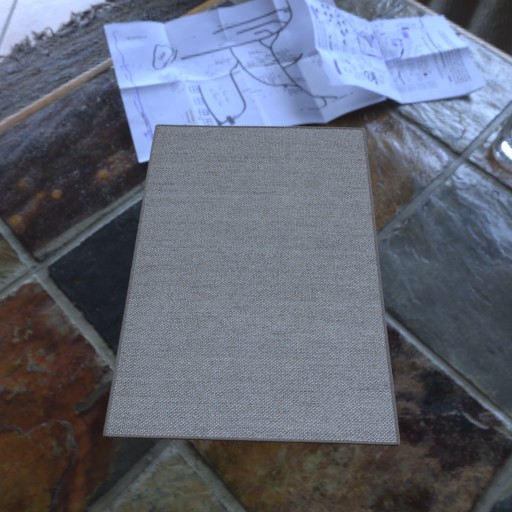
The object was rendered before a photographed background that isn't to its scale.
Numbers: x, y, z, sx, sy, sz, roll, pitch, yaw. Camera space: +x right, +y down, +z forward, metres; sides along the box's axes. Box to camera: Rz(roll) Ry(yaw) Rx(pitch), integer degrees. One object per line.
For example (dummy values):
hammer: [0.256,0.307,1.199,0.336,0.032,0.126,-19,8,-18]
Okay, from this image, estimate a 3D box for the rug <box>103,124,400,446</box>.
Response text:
rug: [0.000,0.000,2.727,1.517,0.013,2.115,1,63,1]
